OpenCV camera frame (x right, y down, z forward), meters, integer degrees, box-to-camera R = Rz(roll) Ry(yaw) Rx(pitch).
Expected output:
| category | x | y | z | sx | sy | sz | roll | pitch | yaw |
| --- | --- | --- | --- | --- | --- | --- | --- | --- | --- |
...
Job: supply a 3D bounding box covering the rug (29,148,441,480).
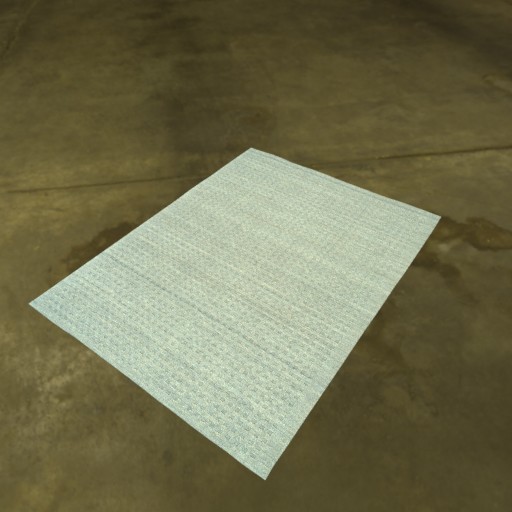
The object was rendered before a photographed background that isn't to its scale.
| category | x | y | z | sx | sy | sz | roll | pitch | yaw |
| --- | --- | --- | --- | --- | --- | --- | --- | --- | --- |
| rug | 0.000 | 0.000 | 4.172 | 2.443 | 0.007 | 3.200 | 26 | 49 | 25 |
